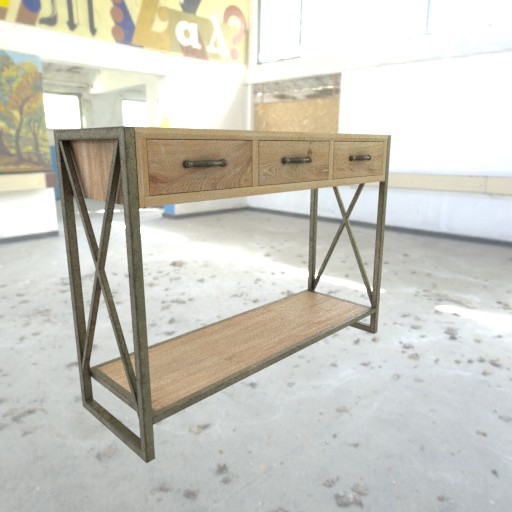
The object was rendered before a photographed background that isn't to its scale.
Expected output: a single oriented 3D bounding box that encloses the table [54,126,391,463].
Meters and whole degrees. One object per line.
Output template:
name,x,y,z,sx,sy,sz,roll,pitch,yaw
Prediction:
table,0.000,0.000,1.426,0.361,0.763,1.059,13,19,43
